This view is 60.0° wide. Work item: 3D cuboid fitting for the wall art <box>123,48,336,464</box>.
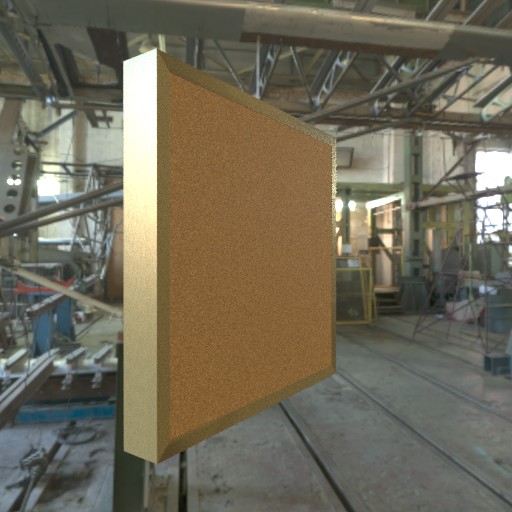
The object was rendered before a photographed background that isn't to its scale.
[{"bbox_3d":[0.000,0.000,0.460,0.038,0.305,0.304,0,0,35],"label":"wall art"}]
